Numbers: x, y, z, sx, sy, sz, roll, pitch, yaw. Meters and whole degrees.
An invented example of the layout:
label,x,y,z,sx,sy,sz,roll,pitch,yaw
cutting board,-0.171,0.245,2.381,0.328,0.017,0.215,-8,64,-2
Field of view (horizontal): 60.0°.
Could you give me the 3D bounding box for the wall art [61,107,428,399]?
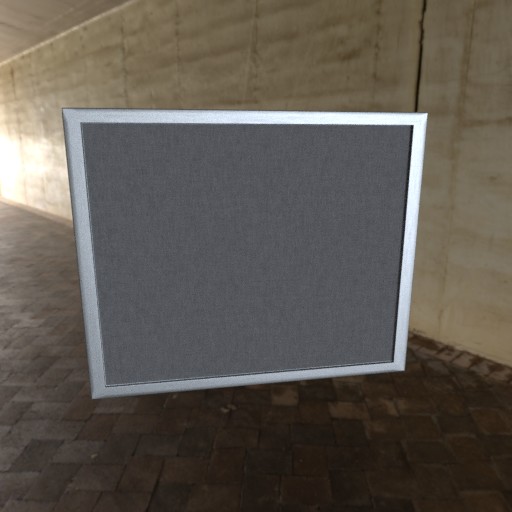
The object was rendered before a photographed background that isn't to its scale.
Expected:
label,x,y,z,sx,sy,sz,roll,pitch,yaw
wall art,0.000,0.000,0.732,0.556,0.457,0.028,-2,14,-10
